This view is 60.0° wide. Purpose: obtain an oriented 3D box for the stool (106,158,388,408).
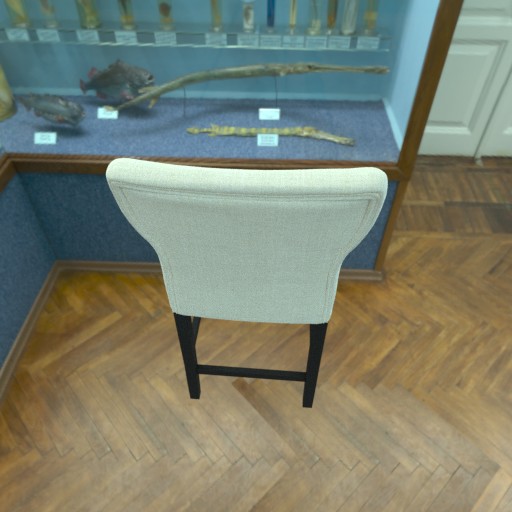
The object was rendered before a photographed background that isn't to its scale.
[{"bbox_3d":[0.000,0.000,1.295,0.514,0.972,0.603,3,46,3],"label":"stool"}]
